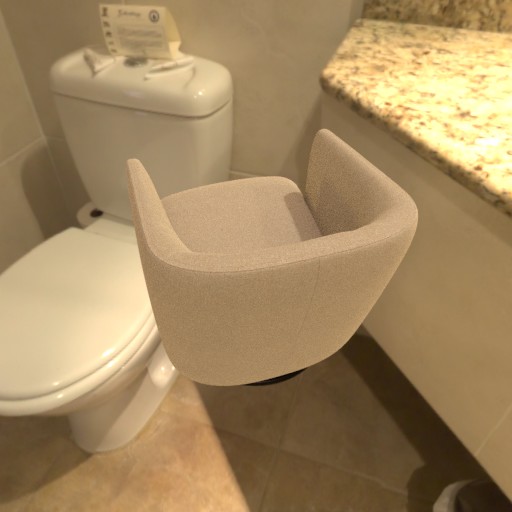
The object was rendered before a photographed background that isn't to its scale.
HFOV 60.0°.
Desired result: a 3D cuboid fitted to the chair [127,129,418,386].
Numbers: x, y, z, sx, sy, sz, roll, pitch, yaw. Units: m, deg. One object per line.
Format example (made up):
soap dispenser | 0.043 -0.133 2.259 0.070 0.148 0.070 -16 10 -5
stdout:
chair | 0.000 0.000 1.672 0.822 0.861 0.986 -12 44 -13
